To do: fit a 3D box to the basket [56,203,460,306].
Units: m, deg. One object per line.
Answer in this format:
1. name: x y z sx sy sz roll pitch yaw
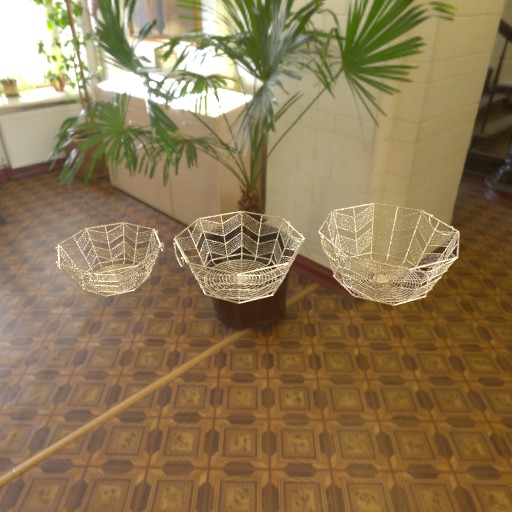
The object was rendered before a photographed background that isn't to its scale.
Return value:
1. basket: 0.000 0.000 1.404 1.246 0.178 0.432 0 31 0
